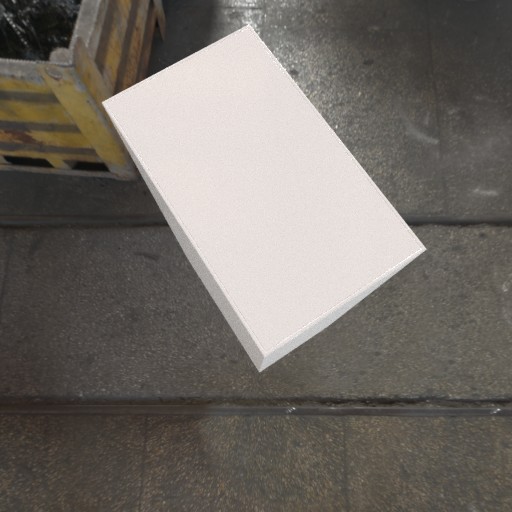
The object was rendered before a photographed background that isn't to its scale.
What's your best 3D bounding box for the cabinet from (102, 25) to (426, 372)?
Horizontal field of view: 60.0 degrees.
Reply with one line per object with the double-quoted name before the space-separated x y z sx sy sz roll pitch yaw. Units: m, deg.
"cabinet" 0.000 0.000 2.317 0.580 1.920 0.980 -32 77 -9
